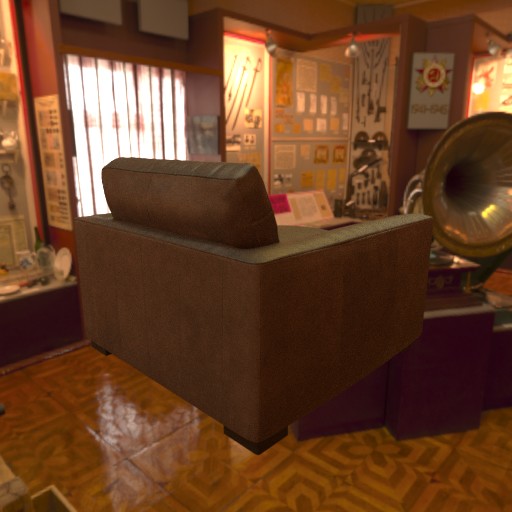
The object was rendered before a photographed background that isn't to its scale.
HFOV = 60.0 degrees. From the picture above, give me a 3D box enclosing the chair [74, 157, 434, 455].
[{"bbox_3d":[0.000,0.000,1.849,1.100,0.812,1.069,13,19,43],"label":"chair"}]
